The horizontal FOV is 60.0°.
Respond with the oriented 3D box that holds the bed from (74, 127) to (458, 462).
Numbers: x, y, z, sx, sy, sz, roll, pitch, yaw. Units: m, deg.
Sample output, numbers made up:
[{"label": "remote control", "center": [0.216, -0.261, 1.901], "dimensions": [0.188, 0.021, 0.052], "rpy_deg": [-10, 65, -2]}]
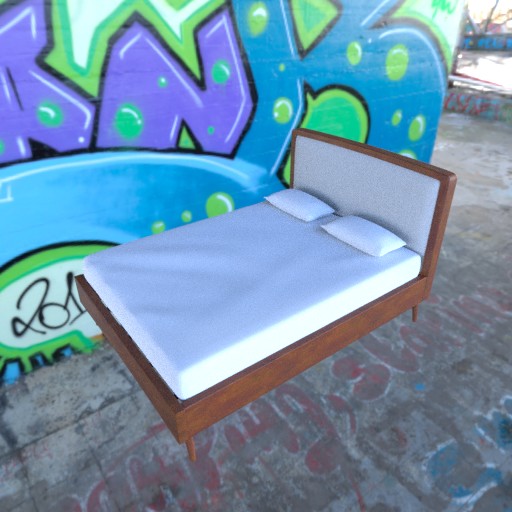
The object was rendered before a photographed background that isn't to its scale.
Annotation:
[{"label": "bed", "center": [0.000, 0.000, 3.242], "dimensions": [2.196, 1.275, 1.587], "rpy_deg": [-21, 36, -31]}]
